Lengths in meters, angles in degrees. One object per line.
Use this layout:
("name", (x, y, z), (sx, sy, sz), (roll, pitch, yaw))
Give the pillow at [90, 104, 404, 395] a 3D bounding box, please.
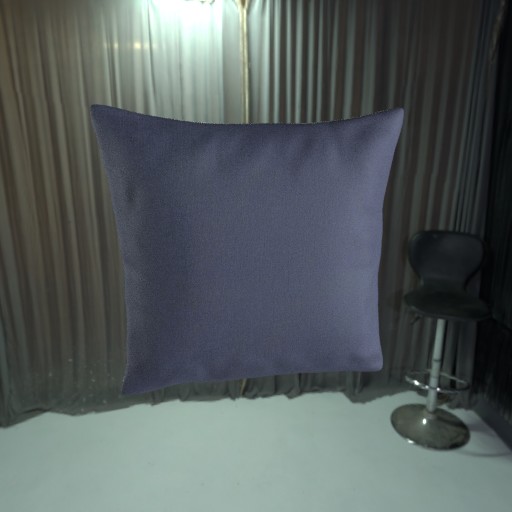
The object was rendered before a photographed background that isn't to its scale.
("pillow", (0.000, 0.000, 0.792), (0.520, 0.508, 0.166), (-2, 15, -9))
